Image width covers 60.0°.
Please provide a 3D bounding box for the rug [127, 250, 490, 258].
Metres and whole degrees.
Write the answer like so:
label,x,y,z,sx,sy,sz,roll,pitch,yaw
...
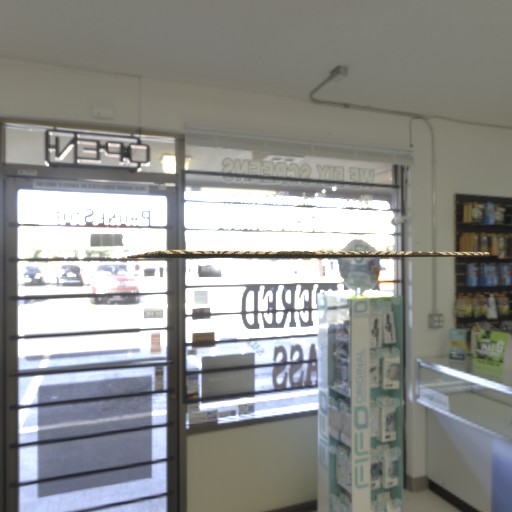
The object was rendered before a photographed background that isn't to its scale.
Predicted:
label,x,y,z,sx,sy,sz,roll,pitch,yaw
rug,0.000,0.000,2.303,1.210,0.016,1.833,0,-1,-19
